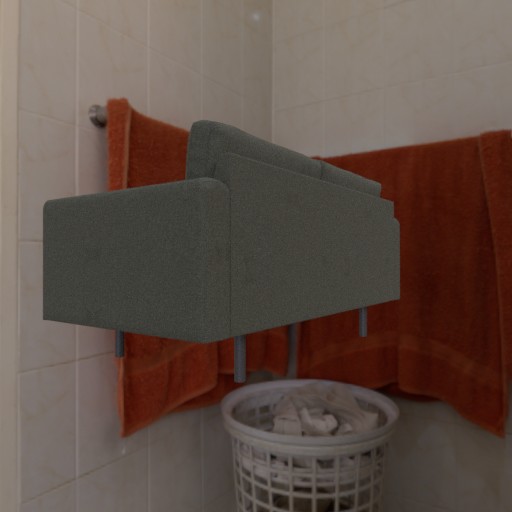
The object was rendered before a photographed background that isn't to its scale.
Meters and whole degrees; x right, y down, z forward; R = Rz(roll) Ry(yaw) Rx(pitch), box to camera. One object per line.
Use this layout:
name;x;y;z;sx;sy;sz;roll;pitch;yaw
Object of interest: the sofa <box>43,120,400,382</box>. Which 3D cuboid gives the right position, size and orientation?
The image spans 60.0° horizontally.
sofa;0.000;0.000;2.214;0.889;0.897;1.730;0;0;36
